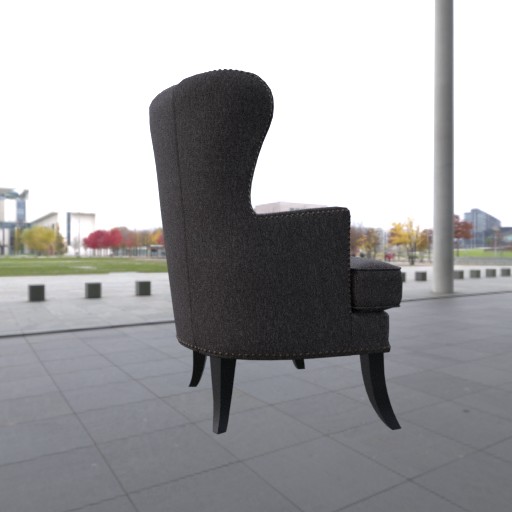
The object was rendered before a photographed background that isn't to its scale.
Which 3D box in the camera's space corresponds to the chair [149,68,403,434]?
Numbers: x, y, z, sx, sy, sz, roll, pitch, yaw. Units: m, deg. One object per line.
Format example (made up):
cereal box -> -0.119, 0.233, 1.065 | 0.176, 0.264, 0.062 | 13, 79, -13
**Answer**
chair -> 0.000, 0.000, 1.615 | 0.758, 1.060, 0.759 | 0, 1, -18
